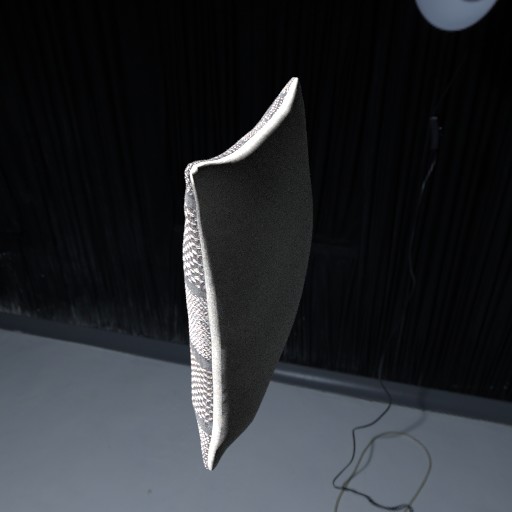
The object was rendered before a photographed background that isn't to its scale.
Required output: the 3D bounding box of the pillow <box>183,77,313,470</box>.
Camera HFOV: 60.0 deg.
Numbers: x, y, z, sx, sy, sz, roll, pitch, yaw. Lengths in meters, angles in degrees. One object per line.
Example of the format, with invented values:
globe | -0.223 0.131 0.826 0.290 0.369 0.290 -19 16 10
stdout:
pillow | 0.000 0.000 0.660 0.138 0.432 0.435 9 33 14
